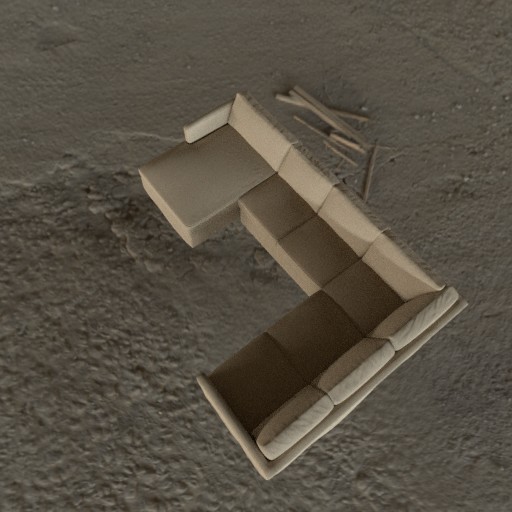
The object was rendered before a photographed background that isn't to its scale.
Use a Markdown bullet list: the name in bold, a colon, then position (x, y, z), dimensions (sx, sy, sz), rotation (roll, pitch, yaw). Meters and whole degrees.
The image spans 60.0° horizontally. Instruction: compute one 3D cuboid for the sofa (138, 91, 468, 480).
- **sofa**: position (0.000, 0.000, 4.666), dimensions (2.476, 0.878, 3.528), rotation (-35, 69, -16)
